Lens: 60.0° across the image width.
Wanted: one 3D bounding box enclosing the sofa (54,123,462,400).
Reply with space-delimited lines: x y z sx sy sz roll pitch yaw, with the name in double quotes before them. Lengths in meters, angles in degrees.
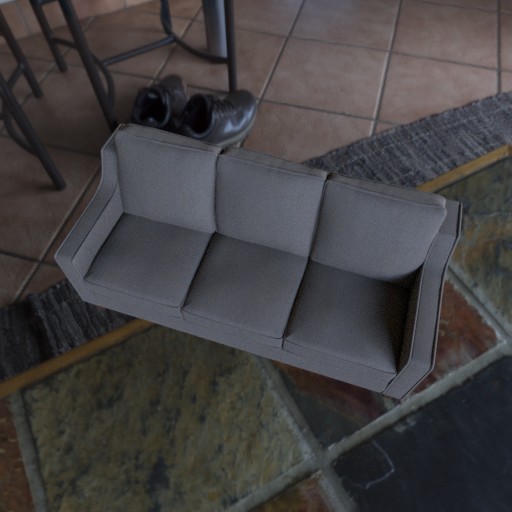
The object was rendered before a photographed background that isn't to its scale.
"sofa" 0.000 0.000 2.539 1.986 0.974 0.911 15 59 10
